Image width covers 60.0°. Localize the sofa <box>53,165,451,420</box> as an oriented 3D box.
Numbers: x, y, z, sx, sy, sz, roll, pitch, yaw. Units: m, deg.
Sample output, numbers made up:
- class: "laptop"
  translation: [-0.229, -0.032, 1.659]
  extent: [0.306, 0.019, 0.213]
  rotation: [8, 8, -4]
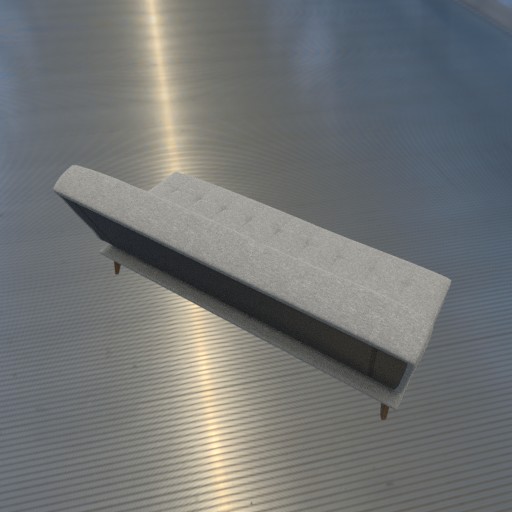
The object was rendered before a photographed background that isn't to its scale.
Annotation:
- class: "sofa"
  translation: [0.000, 0.000, 2.267]
  extent: [1.800, 0.810, 0.860]
  rotation: [24, 50, 22]
